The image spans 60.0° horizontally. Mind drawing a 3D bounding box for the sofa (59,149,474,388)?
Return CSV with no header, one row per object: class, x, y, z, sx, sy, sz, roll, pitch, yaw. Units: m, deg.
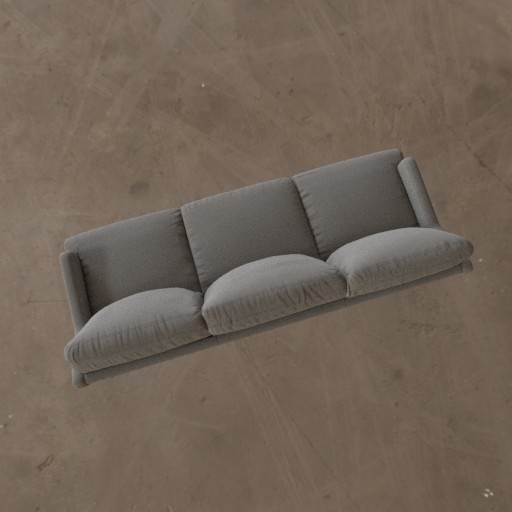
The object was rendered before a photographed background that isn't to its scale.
sofa,0.000,0.000,2.790,2.344,0.926,0.987,-16,76,-4
